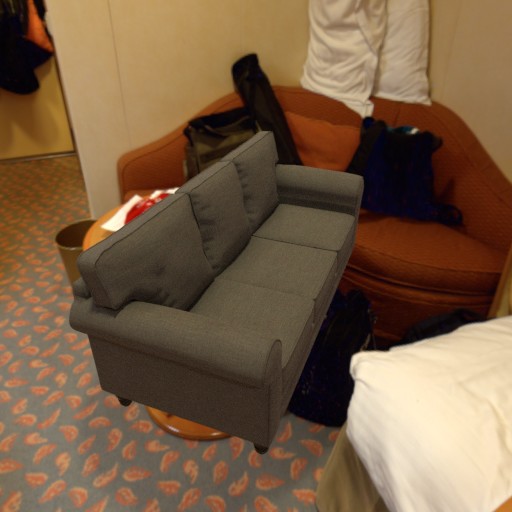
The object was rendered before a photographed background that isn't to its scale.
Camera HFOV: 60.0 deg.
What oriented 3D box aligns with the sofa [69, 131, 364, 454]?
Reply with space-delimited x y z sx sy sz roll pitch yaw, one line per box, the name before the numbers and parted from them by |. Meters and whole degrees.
sofa | 0.000 0.000 2.634 0.909 0.966 2.084 11 32 18
